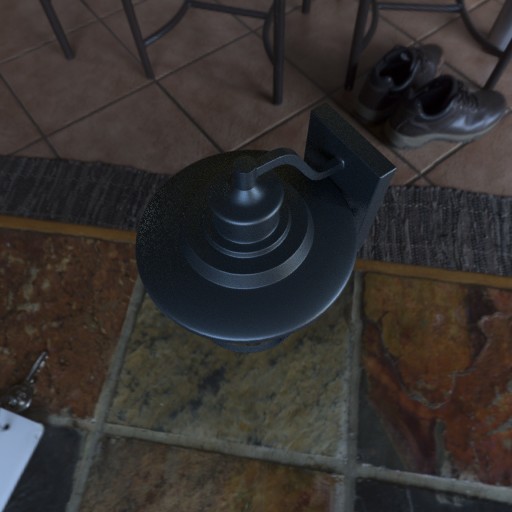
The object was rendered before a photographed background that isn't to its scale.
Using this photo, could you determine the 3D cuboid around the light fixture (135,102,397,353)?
[{"bbox_3d":[0.000,0.000,0.511,0.252,0.345,0.222,-32,67,-15],"label":"light fixture"}]
